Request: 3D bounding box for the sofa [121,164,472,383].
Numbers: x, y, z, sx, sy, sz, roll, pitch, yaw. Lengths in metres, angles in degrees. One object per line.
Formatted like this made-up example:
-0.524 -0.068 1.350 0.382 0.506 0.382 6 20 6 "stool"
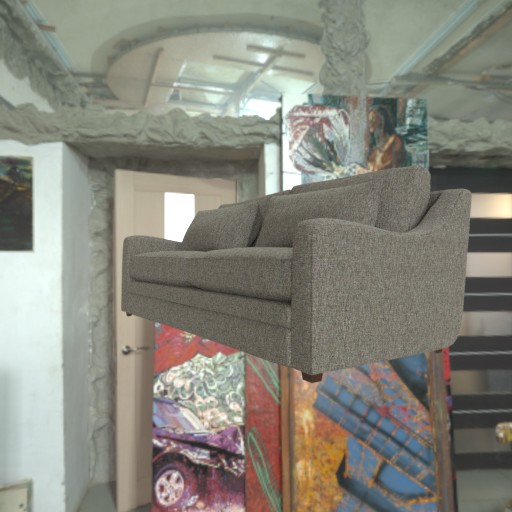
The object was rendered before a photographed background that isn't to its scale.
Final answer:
0.000 0.000 2.982 1.103 0.998 2.418 0 1 -35 "sofa"
